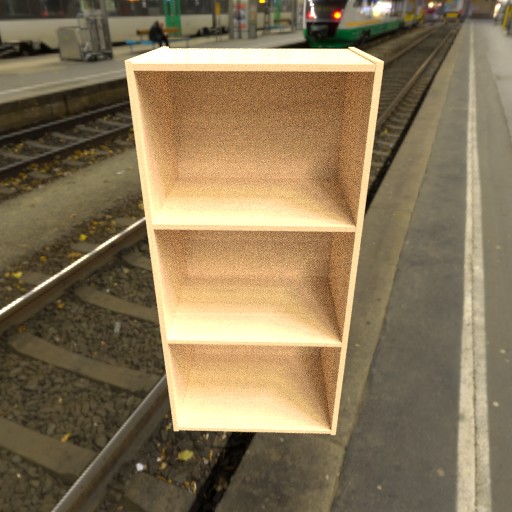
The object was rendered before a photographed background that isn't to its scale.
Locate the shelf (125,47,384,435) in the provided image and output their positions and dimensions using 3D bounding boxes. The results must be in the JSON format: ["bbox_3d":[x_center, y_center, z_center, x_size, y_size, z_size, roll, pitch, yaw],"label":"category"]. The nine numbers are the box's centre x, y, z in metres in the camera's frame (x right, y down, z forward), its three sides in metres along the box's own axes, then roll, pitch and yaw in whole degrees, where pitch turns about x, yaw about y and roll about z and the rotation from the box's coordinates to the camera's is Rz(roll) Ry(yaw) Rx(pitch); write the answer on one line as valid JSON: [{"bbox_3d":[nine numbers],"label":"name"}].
[{"bbox_3d":[0.000,0.000,1.049,0.417,0.876,0.292,1,29,1],"label":"shelf"}]
